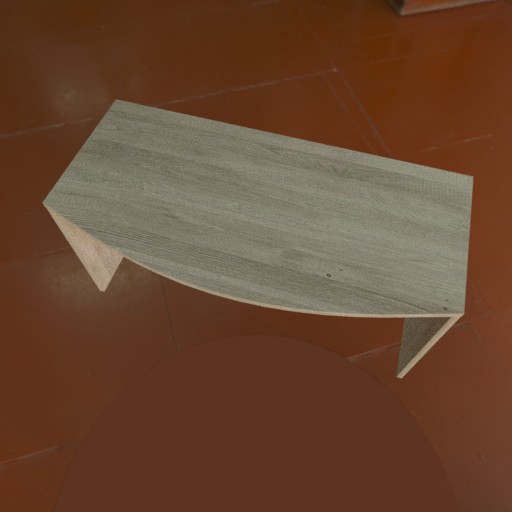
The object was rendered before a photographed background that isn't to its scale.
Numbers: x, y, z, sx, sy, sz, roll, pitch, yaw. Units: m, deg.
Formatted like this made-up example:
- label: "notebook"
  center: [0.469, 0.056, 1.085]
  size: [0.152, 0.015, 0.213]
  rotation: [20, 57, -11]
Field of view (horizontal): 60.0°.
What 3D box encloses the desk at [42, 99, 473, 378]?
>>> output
- label: "desk"
  center: [0.000, 0.000, 2.042]
  size: [1.600, 0.752, 0.802]
  rotation: [15, 59, 9]
